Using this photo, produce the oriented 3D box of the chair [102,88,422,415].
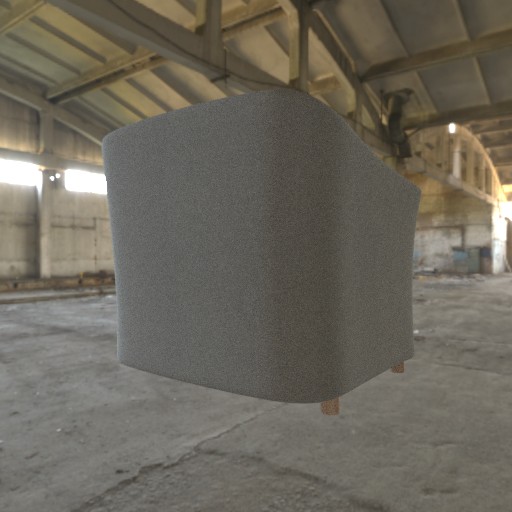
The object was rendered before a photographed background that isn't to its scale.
[{"bbox_3d":[0.000,0.000,1.350,0.790,0.720,0.700,0,0,37],"label":"chair"}]
